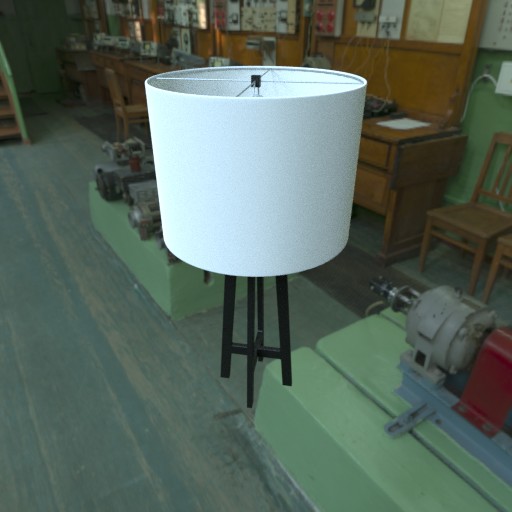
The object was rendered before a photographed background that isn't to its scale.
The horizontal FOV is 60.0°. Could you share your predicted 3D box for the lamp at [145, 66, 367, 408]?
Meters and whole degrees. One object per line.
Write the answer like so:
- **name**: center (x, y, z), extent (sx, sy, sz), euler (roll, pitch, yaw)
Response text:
- **lamp**: center (0.000, 0.000, 0.643), extent (0.257, 0.489, 0.257), euler (-19, 34, -30)
